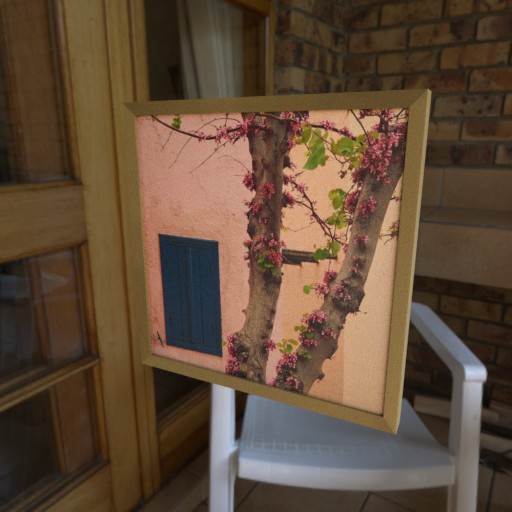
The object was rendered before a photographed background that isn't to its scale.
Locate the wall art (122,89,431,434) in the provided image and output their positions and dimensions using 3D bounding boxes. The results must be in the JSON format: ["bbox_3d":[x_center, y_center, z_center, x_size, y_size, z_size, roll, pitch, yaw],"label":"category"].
[{"bbox_3d":[0.000,0.000,0.753,0.507,0.508,0.038,7,17,26],"label":"wall art"}]
